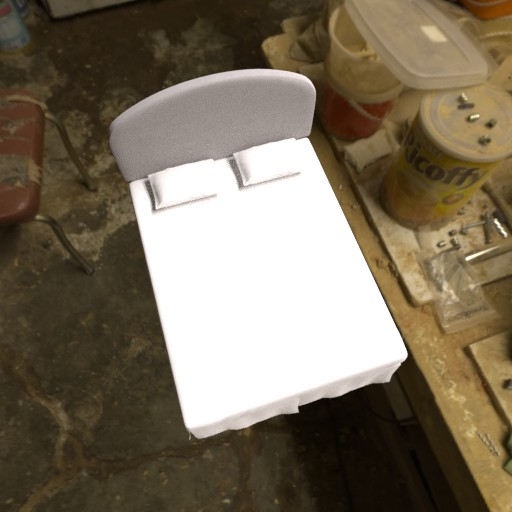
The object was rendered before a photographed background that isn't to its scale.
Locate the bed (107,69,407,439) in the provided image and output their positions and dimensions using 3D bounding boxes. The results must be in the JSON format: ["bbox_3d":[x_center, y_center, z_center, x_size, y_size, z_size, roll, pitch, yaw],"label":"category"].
[{"bbox_3d":[0.000,0.000,3.059,1.607,1.410,2.005,-16,66,-7],"label":"bed"}]
